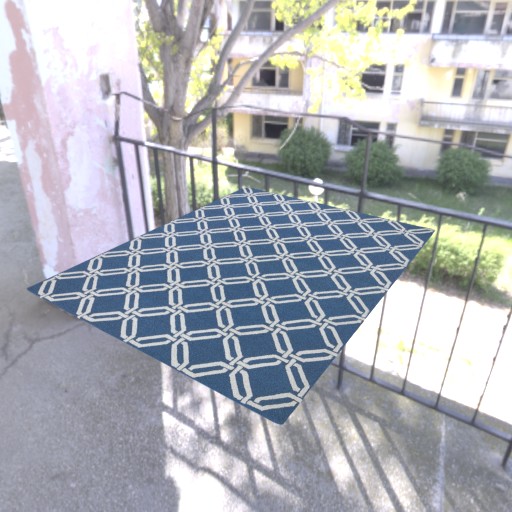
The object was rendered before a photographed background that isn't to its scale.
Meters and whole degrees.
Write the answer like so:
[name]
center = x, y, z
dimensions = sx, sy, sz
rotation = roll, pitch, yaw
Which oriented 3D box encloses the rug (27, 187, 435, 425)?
[rug]
center = 0.000, 0.000, 3.829
dimensions = 2.277, 0.020, 2.867
rotation = 18, 33, 30
